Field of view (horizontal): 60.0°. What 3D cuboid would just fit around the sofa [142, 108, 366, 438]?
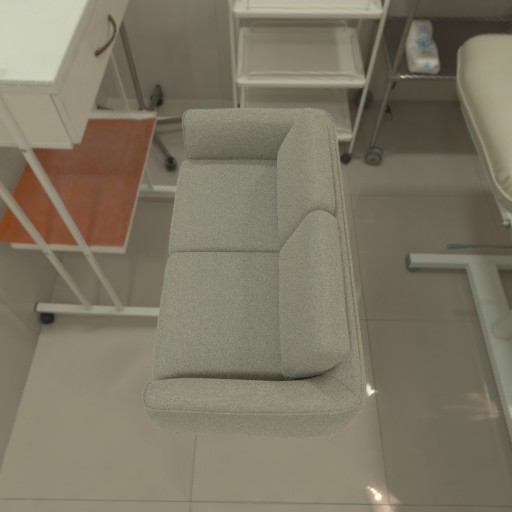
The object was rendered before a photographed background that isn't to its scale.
[{"bbox_3d":[0.000,0.000,2.247,0.920,0.850,1.700,1,58,0],"label":"sofa"}]
